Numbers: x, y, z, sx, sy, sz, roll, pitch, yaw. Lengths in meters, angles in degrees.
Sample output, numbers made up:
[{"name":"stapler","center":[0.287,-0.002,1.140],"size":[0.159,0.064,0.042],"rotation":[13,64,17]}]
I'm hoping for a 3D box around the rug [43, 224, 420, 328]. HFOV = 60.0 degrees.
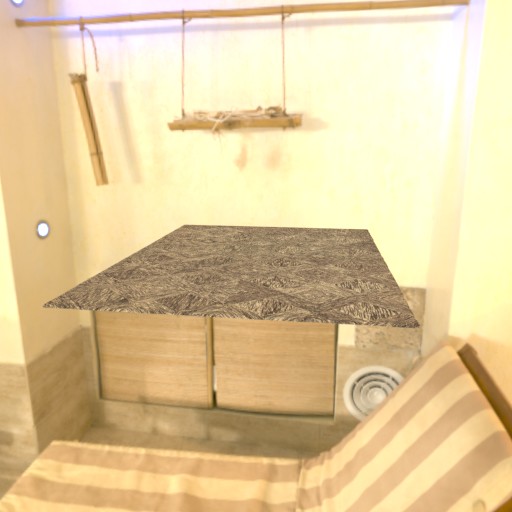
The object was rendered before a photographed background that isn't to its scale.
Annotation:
[{"name":"rug","center":[0.000,0.000,4.329],"size":[2.448,0.017,3.204],"rotation":[2,14,8]}]
